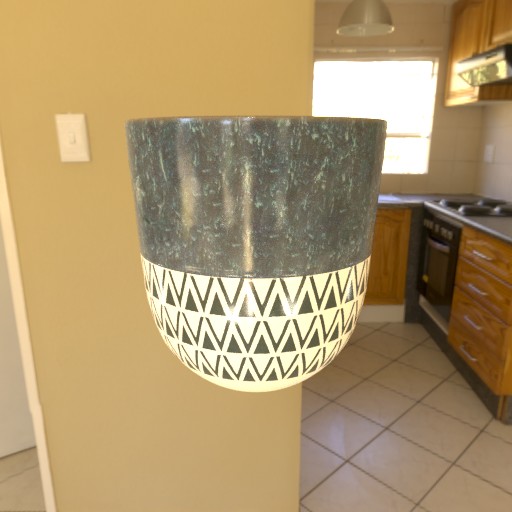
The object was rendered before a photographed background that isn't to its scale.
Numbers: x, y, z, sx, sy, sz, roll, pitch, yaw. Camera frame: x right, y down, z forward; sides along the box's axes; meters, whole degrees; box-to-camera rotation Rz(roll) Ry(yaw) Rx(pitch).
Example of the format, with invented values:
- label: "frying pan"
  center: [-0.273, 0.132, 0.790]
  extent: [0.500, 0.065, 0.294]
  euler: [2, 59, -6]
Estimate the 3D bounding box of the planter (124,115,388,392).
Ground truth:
- label: "planter"
  center: [0.000, 0.000, 0.368]
  extent: [0.195, 0.214, 0.195]
  euler: [0, 15, 0]
